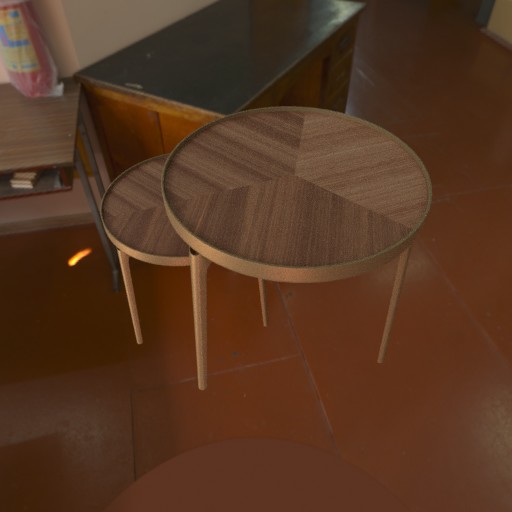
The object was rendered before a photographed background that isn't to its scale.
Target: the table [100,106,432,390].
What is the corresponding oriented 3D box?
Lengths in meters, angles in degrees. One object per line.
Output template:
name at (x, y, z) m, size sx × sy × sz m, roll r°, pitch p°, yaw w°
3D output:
table at (0.000, 0.000, 1.109) m, size 0.751 × 0.555 × 0.532 m, roll 15°, pitch 48°, yaw 14°
